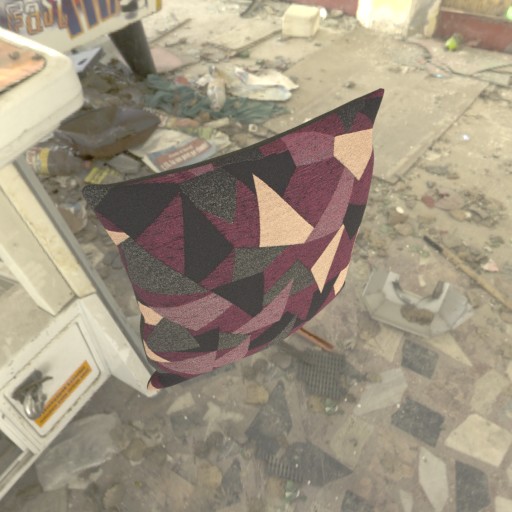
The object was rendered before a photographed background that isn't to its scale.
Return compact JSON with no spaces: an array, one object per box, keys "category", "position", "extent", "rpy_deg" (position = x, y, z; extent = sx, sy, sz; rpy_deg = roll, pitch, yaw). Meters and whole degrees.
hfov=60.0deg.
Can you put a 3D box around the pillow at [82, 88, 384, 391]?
[{"category":"pillow","position":[0.000,0.000,0.784],"extent":[0.503,0.496,0.208],"rpy_deg":[-25,52,-22]}]
